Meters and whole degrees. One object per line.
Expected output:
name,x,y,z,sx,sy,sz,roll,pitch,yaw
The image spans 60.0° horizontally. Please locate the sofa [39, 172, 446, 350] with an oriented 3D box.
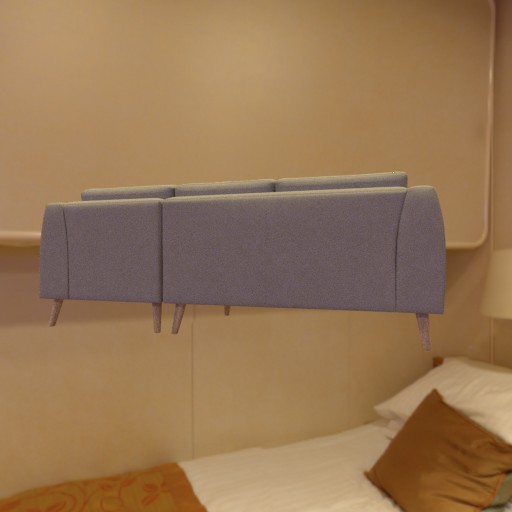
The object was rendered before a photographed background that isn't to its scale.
sofa,0.000,0.000,3.073,2.300,0.860,1.580,0,0,18
